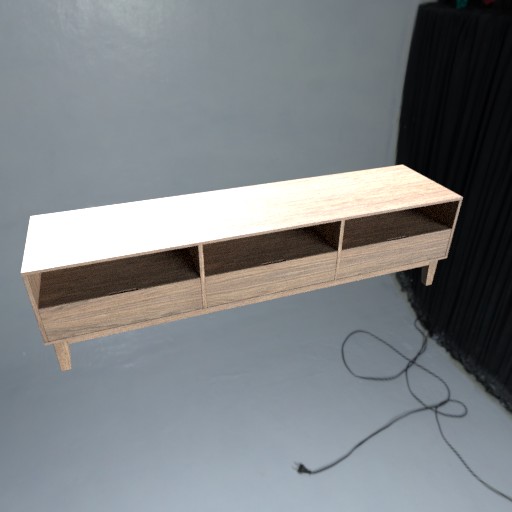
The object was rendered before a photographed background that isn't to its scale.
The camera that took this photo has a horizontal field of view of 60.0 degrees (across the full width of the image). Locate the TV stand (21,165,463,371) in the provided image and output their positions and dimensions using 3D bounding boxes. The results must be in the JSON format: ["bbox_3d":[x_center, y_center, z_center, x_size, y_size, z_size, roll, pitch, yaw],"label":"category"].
[{"bbox_3d":[0.000,0.000,1.665,1.482,0.409,0.366,-11,33,-17],"label":"TV stand"}]
